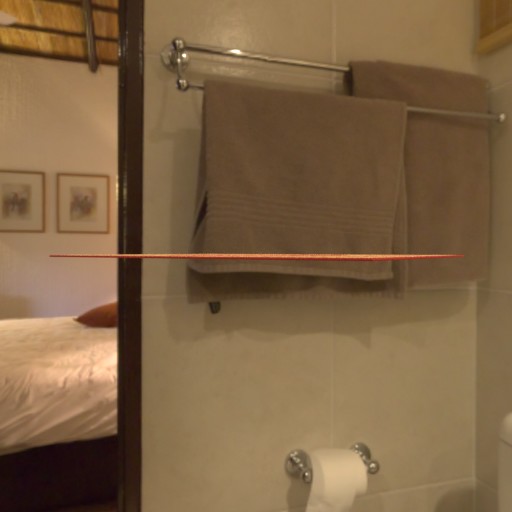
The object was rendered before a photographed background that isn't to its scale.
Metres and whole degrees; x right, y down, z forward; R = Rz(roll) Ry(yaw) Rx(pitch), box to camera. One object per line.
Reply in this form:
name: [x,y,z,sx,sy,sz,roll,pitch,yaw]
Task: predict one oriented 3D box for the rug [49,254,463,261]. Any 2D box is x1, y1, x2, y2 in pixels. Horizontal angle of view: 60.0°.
rug: [0.000,0.000,2.915,2.211,0.013,1.593,0,1,36]
